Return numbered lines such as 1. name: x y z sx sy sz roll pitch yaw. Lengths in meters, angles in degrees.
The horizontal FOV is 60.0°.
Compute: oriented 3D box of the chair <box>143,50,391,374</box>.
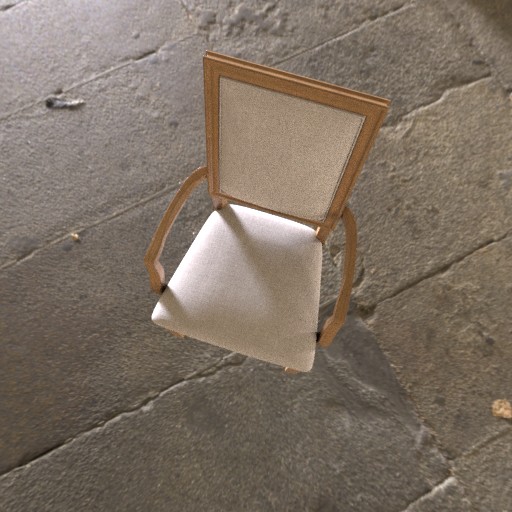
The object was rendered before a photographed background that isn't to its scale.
1. chair: 0.000 0.000 1.370 0.606 0.990 0.602 17 77 4
